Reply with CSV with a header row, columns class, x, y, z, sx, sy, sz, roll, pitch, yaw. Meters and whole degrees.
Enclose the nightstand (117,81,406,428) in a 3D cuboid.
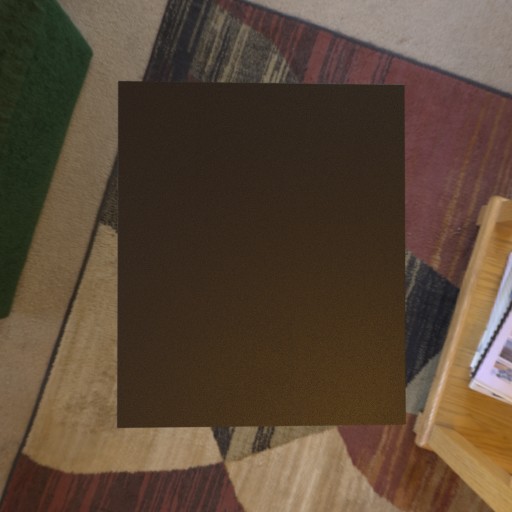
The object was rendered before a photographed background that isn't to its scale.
class,x,y,z,sx,sy,sz,roll,pitch,yaw
nightstand,0.000,0.000,0.927,0.402,0.623,0.479,0,89,-2
